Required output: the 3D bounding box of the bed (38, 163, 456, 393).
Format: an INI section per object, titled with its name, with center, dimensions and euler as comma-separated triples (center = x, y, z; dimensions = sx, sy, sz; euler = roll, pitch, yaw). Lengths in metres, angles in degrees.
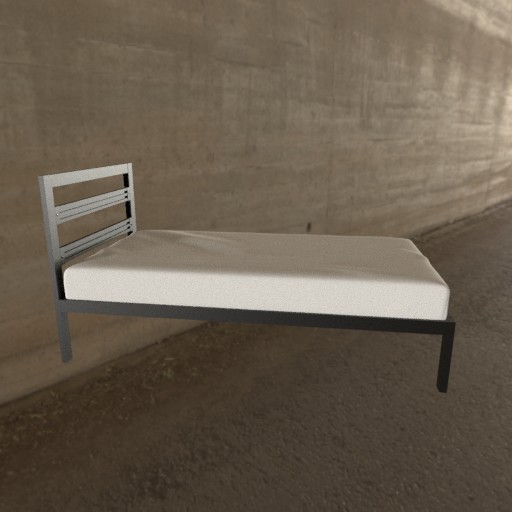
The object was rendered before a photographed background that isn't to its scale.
[bed]
center = 0.000, 0.000, 2.531
dimensions = 1.930, 0.967, 0.991
euler = 2, 15, 8
